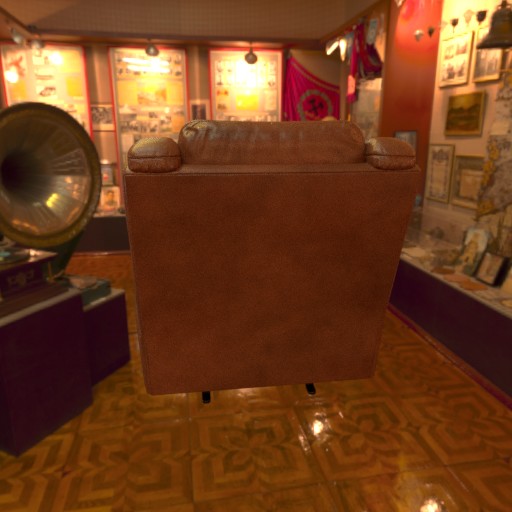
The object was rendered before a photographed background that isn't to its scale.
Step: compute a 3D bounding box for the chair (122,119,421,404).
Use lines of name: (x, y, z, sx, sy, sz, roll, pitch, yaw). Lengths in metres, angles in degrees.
chair: (0.000, 0.000, 1.906, 0.990, 1.093, 1.041, -2, 15, -8)
